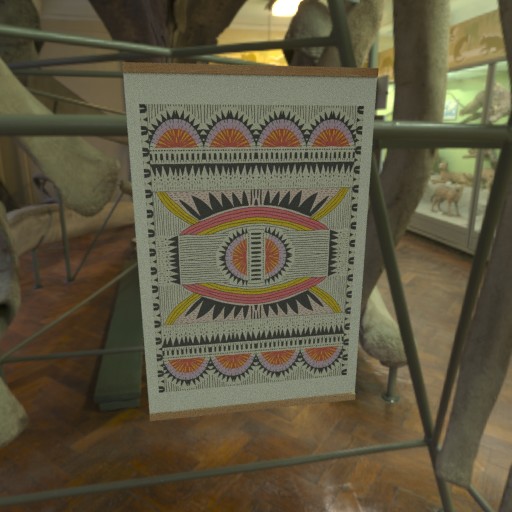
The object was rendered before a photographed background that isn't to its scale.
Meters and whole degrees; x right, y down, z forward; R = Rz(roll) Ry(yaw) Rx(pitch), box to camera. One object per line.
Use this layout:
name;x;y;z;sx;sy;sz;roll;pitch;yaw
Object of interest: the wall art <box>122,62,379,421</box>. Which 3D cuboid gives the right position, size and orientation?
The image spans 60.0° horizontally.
wall art;0.000;0.000;1.929;0.999;1.533;0.028;-3;16;-9
